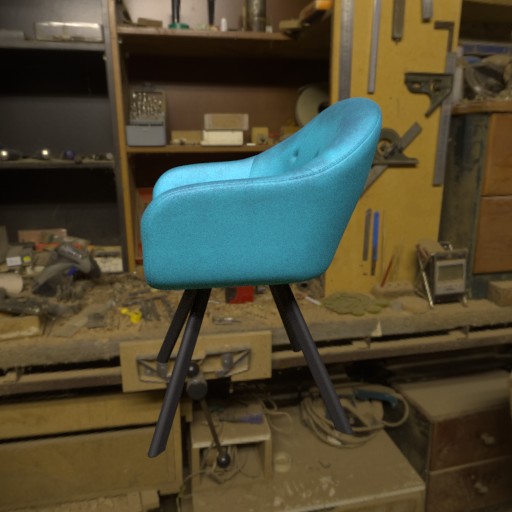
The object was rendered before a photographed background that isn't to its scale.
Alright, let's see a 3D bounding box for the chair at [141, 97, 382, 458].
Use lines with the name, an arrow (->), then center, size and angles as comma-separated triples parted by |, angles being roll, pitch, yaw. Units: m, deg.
chair -> 0.000, 0.000, 1.147 | 0.570, 0.780, 0.540 | -3, 15, -10
